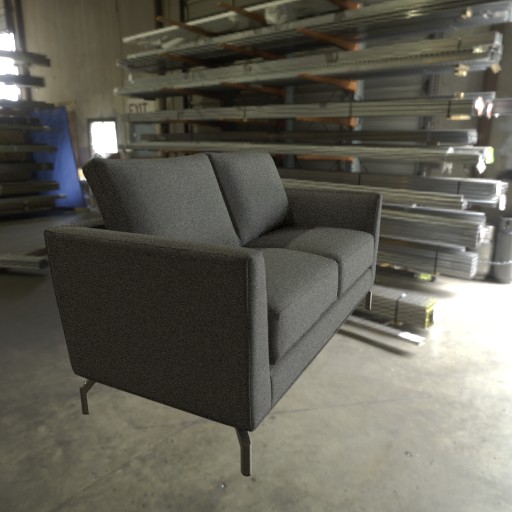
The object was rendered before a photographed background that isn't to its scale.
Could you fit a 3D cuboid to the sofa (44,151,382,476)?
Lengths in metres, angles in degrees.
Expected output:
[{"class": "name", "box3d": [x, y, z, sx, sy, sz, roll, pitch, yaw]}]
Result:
[{"class": "sofa", "box3d": [0.000, 0.000, 2.037, 0.803, 0.924, 1.594, 7, 16, 26]}]
